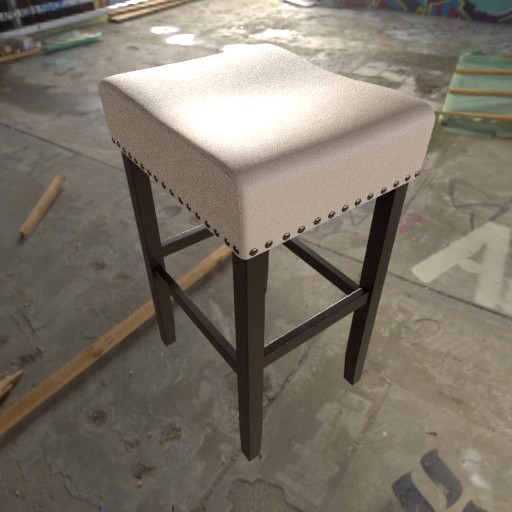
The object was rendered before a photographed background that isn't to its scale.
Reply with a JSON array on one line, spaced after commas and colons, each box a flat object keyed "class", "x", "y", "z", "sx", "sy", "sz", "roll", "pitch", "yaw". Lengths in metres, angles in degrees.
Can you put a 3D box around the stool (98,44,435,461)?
[{"class": "stool", "x": 0.000, "y": 0.000, "z": 1.008, "sx": 0.401, "sy": 0.762, "sz": 0.471, "roll": -26, "pitch": 47, "yaw": -27}]
